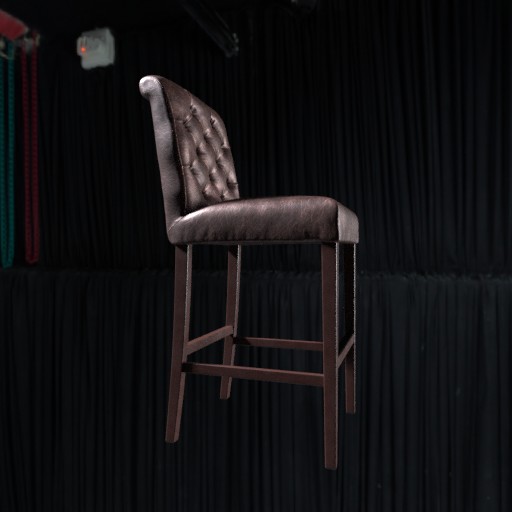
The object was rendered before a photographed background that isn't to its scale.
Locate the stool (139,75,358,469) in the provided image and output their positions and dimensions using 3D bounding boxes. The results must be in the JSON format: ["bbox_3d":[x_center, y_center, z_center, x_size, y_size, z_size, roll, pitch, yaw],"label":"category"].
[{"bbox_3d":[0.000,0.000,1.533,0.659,1.168,0.483,0,1,19],"label":"stool"}]
